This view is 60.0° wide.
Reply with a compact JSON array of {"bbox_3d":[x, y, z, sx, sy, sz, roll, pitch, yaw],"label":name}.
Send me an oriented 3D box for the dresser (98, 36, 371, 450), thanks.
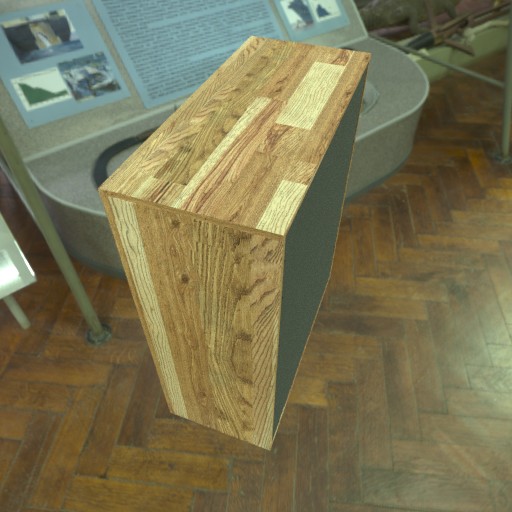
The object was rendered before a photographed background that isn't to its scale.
[{"bbox_3d":[0.000,0.000,1.714,0.480,1.243,0.966,15,48,14],"label":"dresser"}]
